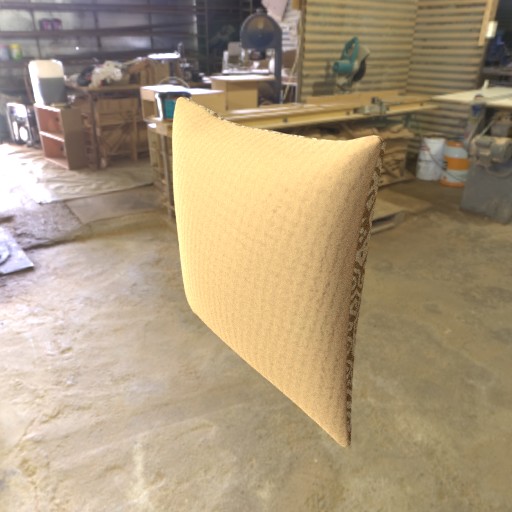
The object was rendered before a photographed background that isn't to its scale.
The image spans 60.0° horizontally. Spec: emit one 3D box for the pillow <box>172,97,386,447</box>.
[{"bbox_3d":[0.000,0.000,0.652,0.173,0.407,0.419,-18,31,-32],"label":"pillow"}]
